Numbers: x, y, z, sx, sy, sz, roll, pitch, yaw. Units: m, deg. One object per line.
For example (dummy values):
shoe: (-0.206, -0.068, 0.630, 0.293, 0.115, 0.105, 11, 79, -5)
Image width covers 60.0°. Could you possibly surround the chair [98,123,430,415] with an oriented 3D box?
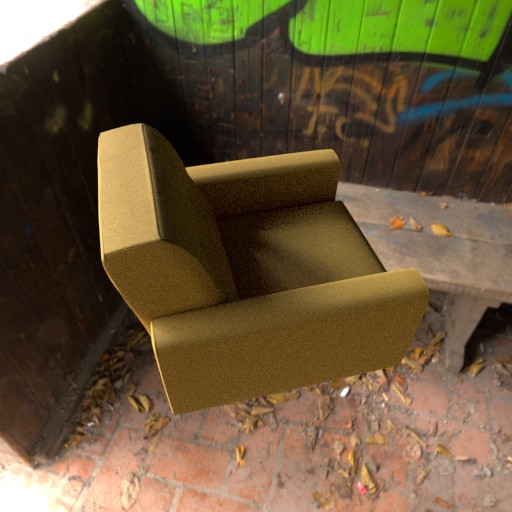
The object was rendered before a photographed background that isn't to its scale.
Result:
chair: (0.000, 0.000, 1.590, 0.909, 0.841, 0.831, -10, 46, -10)
